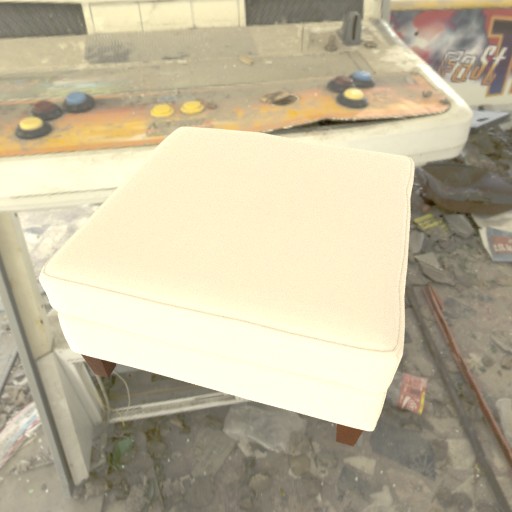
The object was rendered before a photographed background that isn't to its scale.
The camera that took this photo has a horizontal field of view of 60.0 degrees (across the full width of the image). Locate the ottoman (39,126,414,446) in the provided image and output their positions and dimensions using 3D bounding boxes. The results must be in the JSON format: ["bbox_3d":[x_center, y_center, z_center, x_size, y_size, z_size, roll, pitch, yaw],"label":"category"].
[{"bbox_3d":[0.000,0.000,1.348,0.838,0.479,0.838,11,43,12],"label":"ottoman"}]
